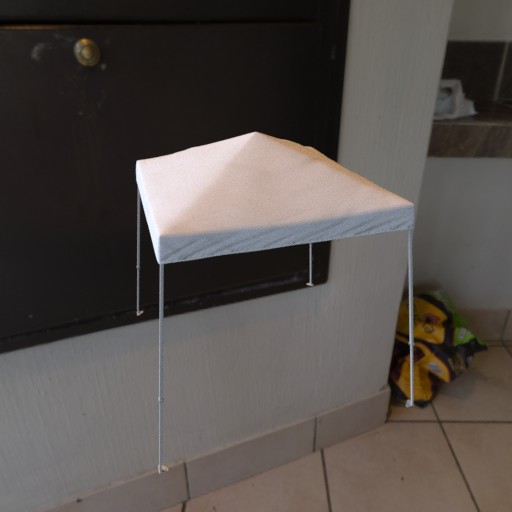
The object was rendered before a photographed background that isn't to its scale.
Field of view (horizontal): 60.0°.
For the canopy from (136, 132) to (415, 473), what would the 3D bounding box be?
[{"bbox_3d":[0.000,0.000,5.183,2.849,2.849,2.848,-8,28,-16],"label":"canopy"}]
